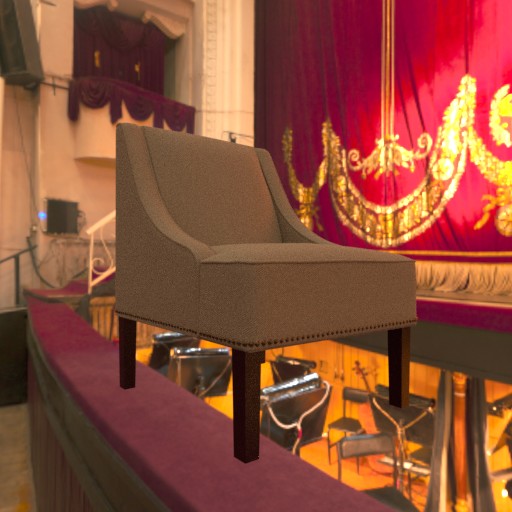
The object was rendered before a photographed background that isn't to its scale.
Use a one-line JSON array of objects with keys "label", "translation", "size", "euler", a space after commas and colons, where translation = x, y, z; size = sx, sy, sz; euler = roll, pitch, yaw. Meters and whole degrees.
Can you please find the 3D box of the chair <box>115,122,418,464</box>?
[{"label": "chair", "translation": [0.000, 0.000, 1.363], "size": [0.628, 0.872, 0.748], "euler": [0, 0, -38]}]
